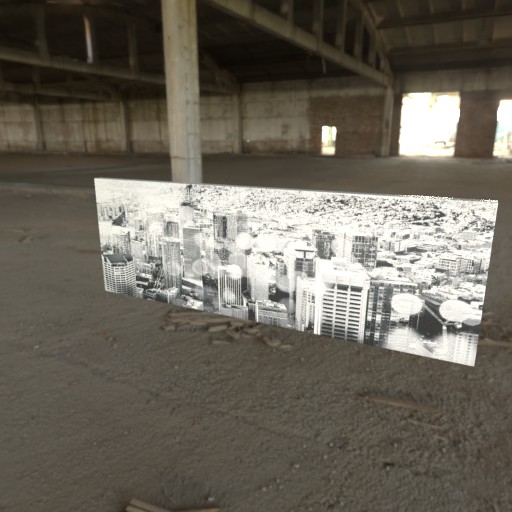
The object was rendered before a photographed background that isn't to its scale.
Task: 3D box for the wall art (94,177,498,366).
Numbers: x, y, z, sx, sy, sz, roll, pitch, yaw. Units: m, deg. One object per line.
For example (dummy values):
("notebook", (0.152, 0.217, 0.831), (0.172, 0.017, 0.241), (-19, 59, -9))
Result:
("wall art", (0.000, 0.000, 1.641), (1.520, 0.507, 0.044), (8, 17, 26))
